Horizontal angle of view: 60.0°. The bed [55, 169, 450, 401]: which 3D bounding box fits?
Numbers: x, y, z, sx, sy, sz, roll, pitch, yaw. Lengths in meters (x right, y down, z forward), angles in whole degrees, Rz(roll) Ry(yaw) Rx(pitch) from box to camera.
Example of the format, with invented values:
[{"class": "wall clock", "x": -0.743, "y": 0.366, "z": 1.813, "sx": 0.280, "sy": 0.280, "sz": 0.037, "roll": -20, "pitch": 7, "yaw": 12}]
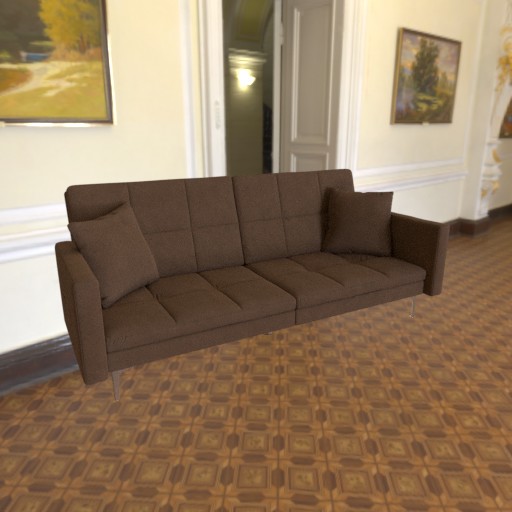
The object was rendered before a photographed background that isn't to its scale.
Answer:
[{"class": "bed", "x": 0.000, "y": 0.000, "z": 2.349, "sx": 1.905, "sy": 0.787, "sz": 0.889, "roll": -9, "pitch": 19, "yaw": -27}]
